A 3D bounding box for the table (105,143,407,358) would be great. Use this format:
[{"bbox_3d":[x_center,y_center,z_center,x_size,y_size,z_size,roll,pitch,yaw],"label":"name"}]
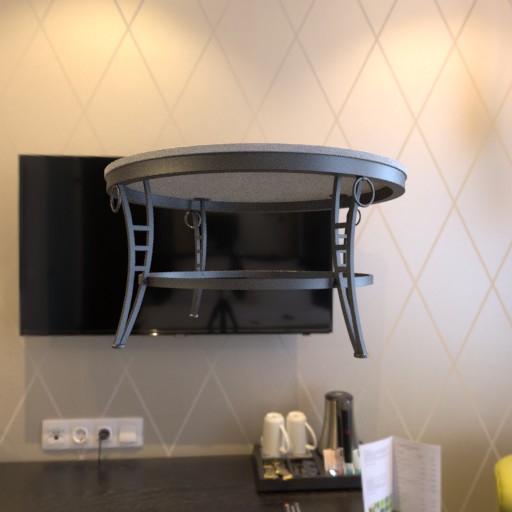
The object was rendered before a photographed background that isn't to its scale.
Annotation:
[{"bbox_3d":[0.000,0.000,1.374,0.889,0.470,0.889,0,0,0],"label":"table"}]
